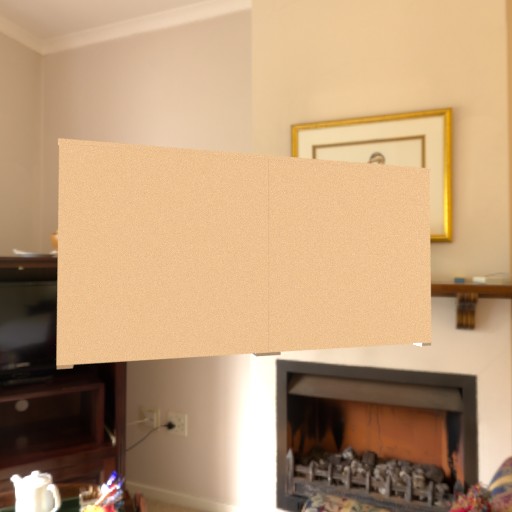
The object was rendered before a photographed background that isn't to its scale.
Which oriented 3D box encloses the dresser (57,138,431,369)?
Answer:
[{"bbox_3d":[0.000,0.000,1.906,1.535,0.790,0.333,0,-2,-18],"label":"dresser"}]
